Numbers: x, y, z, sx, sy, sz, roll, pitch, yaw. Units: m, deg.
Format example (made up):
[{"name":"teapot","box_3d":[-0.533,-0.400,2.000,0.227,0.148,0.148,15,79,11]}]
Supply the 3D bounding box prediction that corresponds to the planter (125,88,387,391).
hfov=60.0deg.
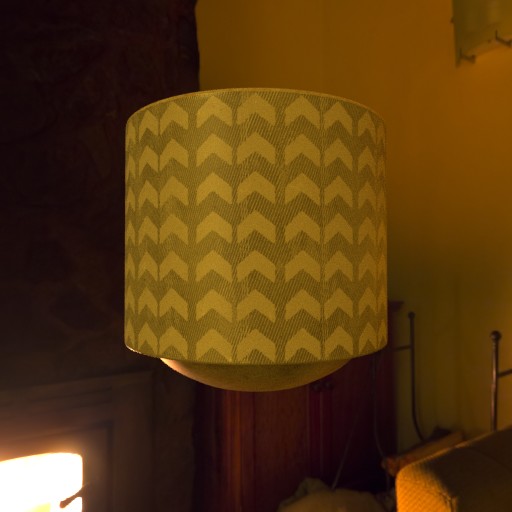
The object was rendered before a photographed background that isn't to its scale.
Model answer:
[{"name":"planter","box_3d":[0.000,0.000,0.441,0.250,0.239,0.250,0,-1,0]}]
